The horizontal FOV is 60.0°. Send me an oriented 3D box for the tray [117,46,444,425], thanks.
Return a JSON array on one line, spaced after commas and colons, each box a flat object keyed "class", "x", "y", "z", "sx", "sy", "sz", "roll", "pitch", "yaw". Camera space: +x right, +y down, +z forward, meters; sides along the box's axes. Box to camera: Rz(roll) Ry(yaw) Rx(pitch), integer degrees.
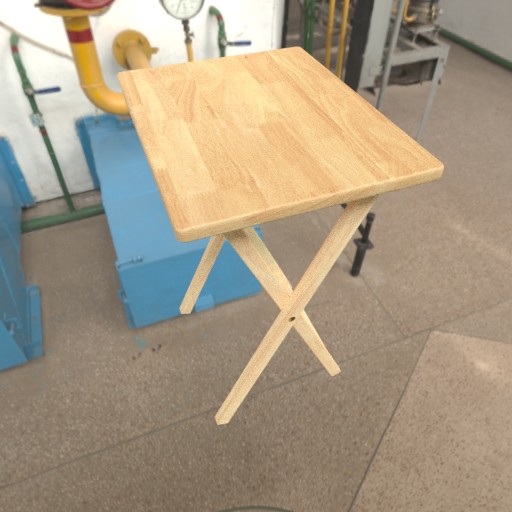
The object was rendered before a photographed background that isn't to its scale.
[{"class": "tray", "x": 0.000, "y": 0.000, "z": 0.953, "sx": 0.381, "sy": 0.660, "sz": 0.483, "roll": -15, "pitch": 47, "yaw": -15}]
